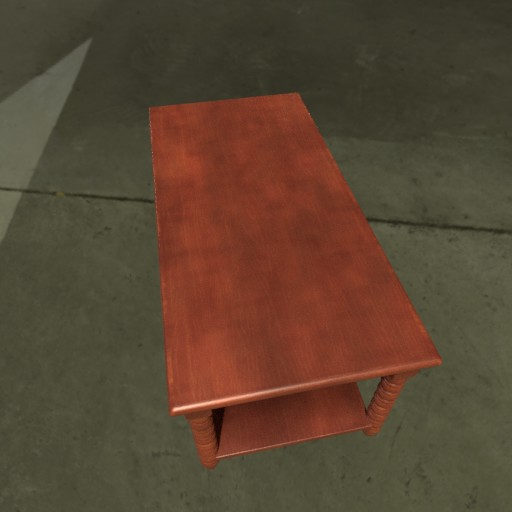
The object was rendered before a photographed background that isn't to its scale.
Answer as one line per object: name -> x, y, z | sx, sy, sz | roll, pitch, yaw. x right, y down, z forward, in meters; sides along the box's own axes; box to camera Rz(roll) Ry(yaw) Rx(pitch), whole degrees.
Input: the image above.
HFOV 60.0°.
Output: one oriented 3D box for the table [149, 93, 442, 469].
table -> 0.000, 0.000, 1.455 | 0.580, 0.485, 1.171 | -8, 48, -8
